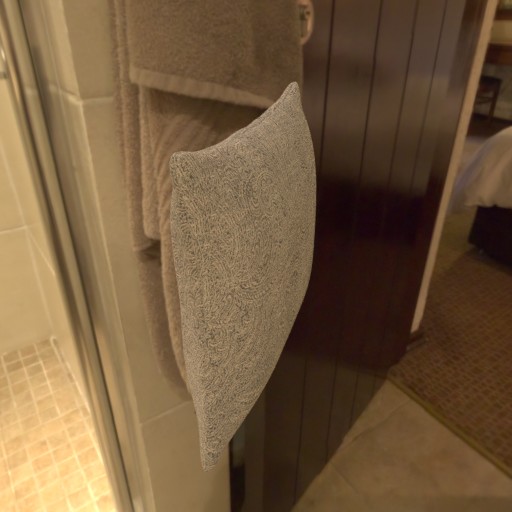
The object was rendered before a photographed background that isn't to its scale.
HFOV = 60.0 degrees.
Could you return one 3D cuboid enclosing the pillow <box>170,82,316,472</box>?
[{"bbox_3d":[0.000,0.000,0.786,0.166,0.510,0.523,9,31,16],"label":"pillow"}]
